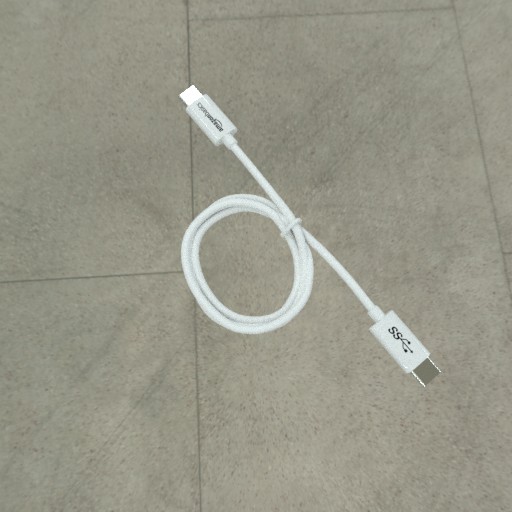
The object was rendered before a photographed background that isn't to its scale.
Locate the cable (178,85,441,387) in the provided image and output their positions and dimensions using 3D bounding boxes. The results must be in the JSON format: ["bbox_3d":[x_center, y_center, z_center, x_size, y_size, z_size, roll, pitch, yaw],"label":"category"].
[{"bbox_3d":[0.000,0.000,0.208,0.070,0.014,0.186,-38,79,-9],"label":"cable"}]
